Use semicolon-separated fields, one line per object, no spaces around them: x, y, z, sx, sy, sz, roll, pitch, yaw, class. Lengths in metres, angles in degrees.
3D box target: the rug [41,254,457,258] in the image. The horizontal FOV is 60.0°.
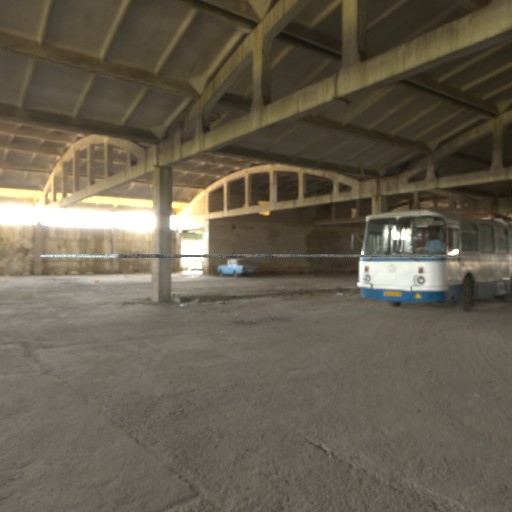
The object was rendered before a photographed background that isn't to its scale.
0.000;0.000;3.044;2.439;0.015;1.524;0;0;-36;rug
